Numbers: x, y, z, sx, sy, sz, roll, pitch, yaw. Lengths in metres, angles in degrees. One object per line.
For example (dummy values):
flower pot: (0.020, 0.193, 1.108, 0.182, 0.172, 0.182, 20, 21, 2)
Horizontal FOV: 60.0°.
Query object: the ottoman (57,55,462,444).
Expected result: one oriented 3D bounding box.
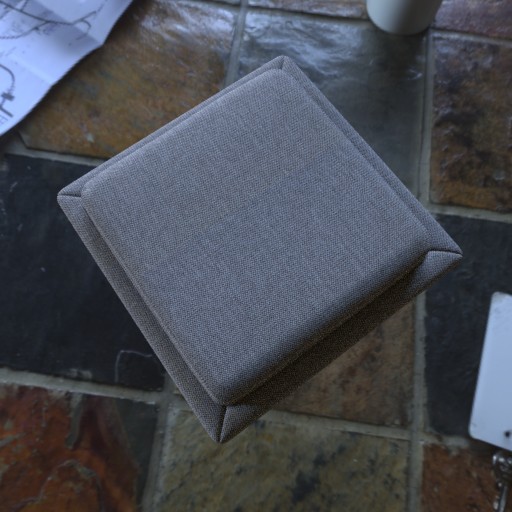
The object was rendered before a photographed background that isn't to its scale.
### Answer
ottoman: (0.000, 0.000, 0.828, 0.450, 0.460, 0.450, -35, 77, -9)
